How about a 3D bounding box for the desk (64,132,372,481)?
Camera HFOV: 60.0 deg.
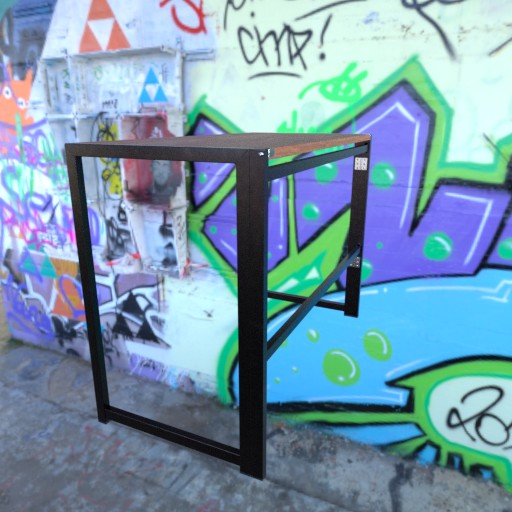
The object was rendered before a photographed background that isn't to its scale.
[{"bbox_3d":[0.000,0.000,1.471,0.508,0.762,1.016,8,19,24],"label":"desk"}]
